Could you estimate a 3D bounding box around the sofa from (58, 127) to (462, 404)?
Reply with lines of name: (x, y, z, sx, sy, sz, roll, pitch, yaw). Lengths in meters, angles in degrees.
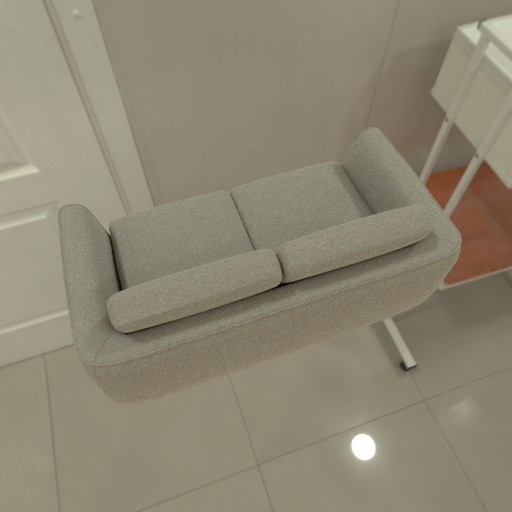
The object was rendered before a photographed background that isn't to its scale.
sofa: (0.000, 0.000, 2.150, 1.700, 0.850, 0.920, -17, 58, -11)
